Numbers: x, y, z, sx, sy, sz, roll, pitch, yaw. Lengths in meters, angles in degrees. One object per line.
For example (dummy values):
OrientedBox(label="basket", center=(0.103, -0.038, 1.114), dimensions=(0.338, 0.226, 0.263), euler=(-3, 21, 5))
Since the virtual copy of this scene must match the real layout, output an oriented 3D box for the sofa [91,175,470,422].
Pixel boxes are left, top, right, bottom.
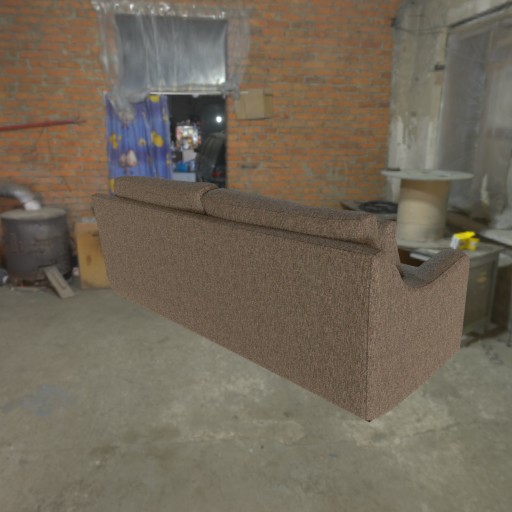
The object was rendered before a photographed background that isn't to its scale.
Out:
OrientedBox(label="sofa", center=(0.000, 0.000, 2.933), dimensions=(1.103, 0.998, 2.418), euler=(-15, 21, -43))
